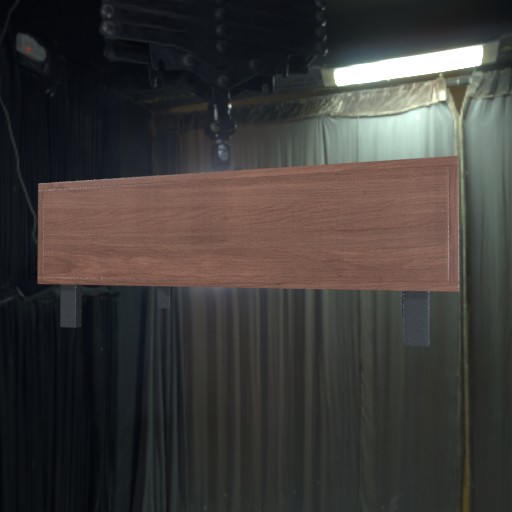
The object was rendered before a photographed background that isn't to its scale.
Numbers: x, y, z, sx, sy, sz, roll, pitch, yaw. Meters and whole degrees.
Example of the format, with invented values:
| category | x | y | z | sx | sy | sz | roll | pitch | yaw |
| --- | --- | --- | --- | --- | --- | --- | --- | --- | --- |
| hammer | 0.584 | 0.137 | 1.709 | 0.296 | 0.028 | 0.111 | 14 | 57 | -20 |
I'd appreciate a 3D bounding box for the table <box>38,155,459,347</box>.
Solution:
| category | x | y | z | sx | sy | sz | roll | pitch | yaw |
| --- | --- | --- | --- | --- | --- | --- | --- | --- | --- |
| table | 0.000 | 0.000 | 1.303 | 1.020 | 0.380 | 0.600 | 0 | -1 | 18 |
